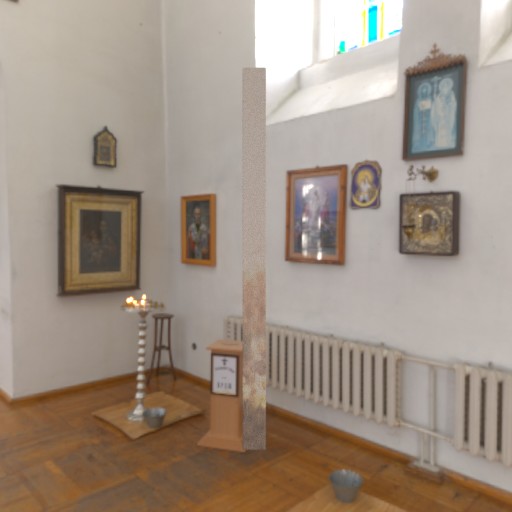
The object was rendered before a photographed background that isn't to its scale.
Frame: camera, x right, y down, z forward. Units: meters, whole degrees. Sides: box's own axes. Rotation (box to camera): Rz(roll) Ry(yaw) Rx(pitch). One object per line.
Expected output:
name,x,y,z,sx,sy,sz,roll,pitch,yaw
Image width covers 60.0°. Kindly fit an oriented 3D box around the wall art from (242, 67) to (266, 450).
wall art,0.000,0.000,1.161,0.040,0.608,0.916,0,1,0
